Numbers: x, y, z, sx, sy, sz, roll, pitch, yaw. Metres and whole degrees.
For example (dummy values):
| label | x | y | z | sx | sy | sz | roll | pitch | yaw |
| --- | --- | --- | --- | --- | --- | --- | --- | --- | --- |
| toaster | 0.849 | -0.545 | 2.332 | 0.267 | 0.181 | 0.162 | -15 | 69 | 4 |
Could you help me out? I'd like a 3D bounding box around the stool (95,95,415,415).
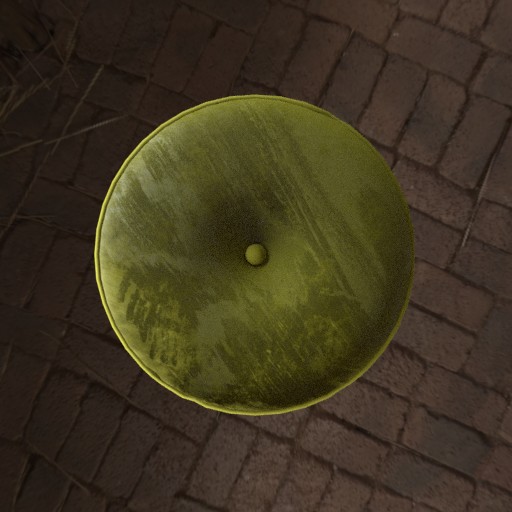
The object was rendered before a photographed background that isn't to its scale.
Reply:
| label | x | y | z | sx | sy | sz | roll | pitch | yaw |
| --- | --- | --- | --- | --- | --- | --- | --- | --- | --- |
| stool | 0.000 | 0.000 | 0.798 | 0.409 | 0.508 | 0.409 | 0 | 90 | 0 |
